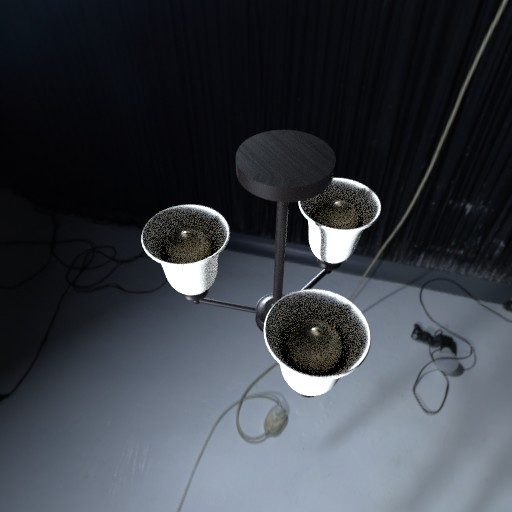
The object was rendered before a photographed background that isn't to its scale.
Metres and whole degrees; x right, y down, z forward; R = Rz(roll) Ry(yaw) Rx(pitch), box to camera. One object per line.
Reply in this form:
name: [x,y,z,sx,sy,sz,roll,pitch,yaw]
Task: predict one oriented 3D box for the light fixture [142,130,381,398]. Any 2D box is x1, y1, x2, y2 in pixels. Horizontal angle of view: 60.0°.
light fixture: [0.000,0.000,0.676,0.354,0.370,0.388,10,48,9]
